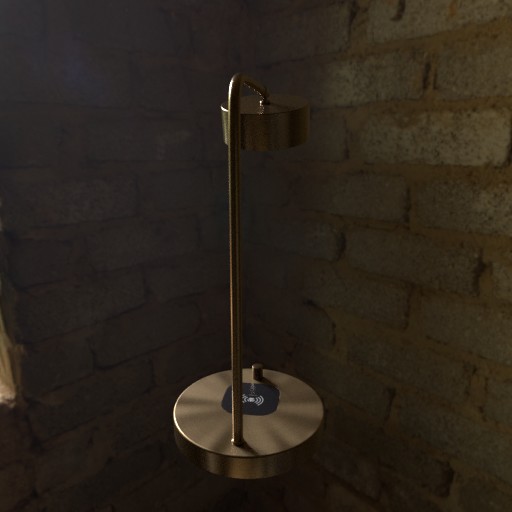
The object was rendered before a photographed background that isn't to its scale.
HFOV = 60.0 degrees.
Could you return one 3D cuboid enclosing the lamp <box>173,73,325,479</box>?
[{"bbox_3d":[0.000,0.000,0.513,0.171,0.380,0.270,2,15,9],"label":"lamp"}]
